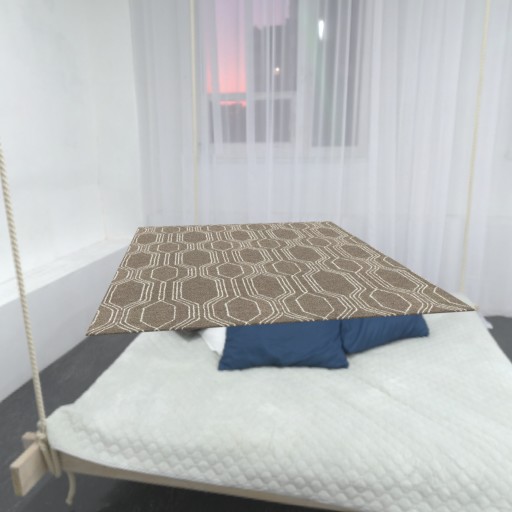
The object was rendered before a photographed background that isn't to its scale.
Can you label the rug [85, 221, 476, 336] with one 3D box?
[{"bbox_3d":[0.000,0.000,4.182,2.457,0.012,3.062,-2,16,-8],"label":"rug"}]
